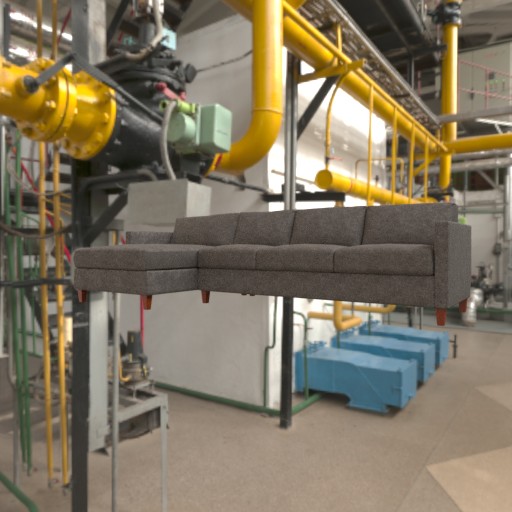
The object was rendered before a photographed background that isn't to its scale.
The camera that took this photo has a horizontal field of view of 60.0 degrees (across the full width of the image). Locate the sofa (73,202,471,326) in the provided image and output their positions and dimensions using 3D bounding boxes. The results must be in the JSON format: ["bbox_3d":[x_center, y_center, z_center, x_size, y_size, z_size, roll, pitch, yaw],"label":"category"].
[{"bbox_3d":[0.000,0.000,4.171,3.471,0.954,1.606,1,1,35],"label":"sofa"}]
